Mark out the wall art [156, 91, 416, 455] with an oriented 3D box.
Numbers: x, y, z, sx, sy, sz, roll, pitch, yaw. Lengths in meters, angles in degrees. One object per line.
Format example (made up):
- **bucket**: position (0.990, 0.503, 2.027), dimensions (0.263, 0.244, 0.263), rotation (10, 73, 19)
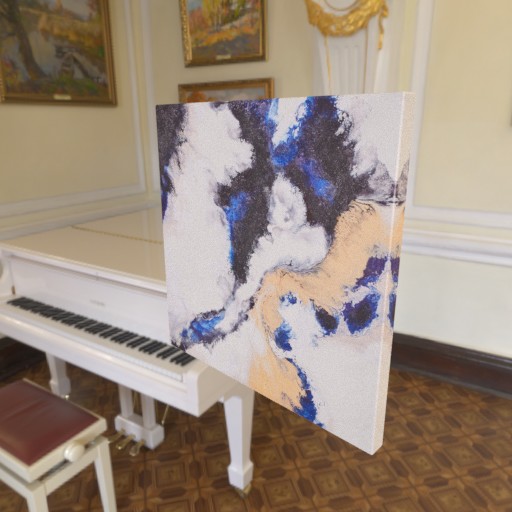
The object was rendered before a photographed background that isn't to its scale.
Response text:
- **wall art**: position (0.000, 0.000, 0.916), dimensions (0.609, 0.609, 0.039), rotation (15, 22, 42)
